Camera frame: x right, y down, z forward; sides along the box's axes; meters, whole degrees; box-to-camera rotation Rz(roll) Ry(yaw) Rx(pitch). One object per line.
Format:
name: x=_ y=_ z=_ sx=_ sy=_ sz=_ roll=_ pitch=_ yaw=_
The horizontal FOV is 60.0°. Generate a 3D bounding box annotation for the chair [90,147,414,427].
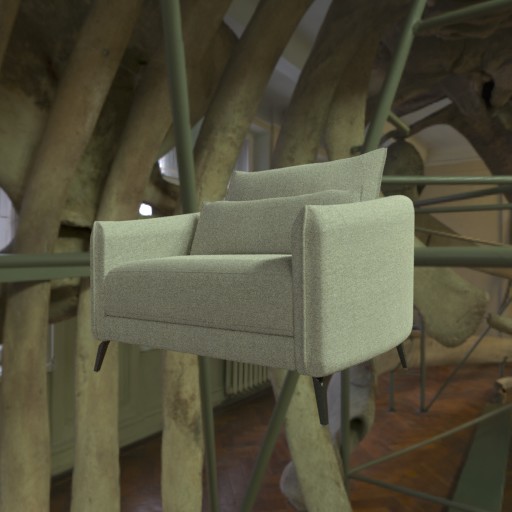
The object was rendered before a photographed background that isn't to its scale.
chair: x=0.000 y=0.000 z=1.660 sx=1.029 sy=0.856 sz=0.801 roll=0 pitch=0 yaw=35
